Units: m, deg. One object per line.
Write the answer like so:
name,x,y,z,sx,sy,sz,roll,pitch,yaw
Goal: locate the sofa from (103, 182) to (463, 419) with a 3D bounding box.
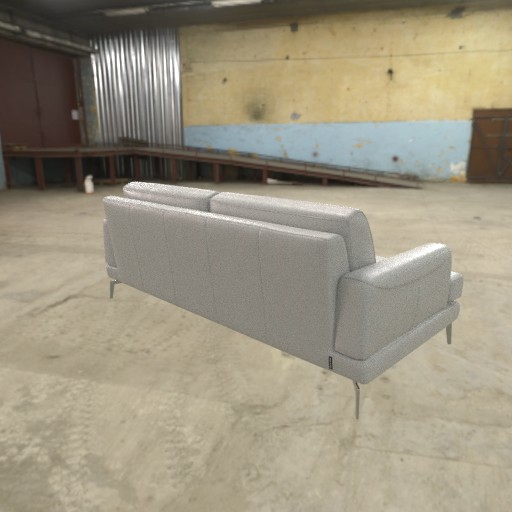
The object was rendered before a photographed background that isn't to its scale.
sofa,0.000,0.000,2.482,1.940,0.765,0.974,14,20,43
